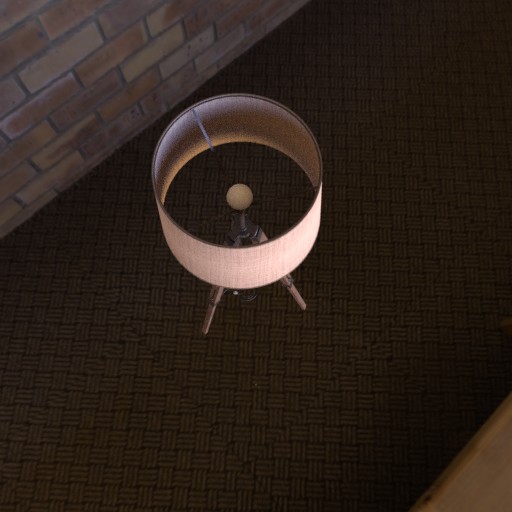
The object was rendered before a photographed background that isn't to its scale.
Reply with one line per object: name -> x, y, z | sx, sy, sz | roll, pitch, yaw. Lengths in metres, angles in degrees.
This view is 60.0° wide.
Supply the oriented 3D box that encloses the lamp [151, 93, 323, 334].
lamp -> 0.000, 0.000, 1.812 | 0.587, 1.510, 0.604 | 15, 74, 4
